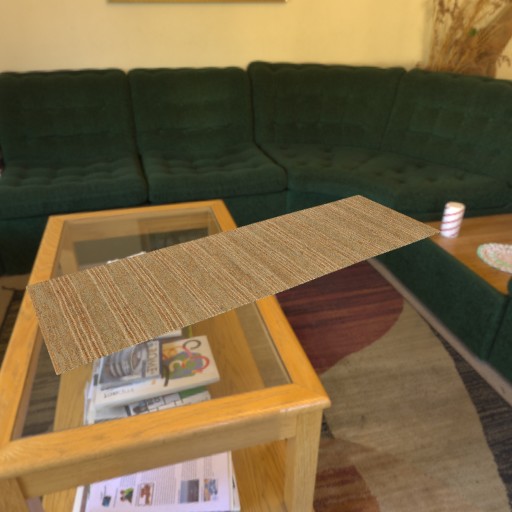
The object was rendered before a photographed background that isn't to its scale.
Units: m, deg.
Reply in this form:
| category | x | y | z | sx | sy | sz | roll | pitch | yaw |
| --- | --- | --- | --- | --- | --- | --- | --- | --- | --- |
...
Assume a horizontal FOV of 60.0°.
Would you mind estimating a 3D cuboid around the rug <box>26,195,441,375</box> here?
| category | x | y | z | sx | sy | sz | roll | pitch | yaw |
| --- | --- | --- | --- | --- | --- | --- | --- | --- | --- |
| rug | 0.000 | 0.000 | 2.670 | 2.438 | 0.006 | 0.783 | -18 | 34 | -28 |
